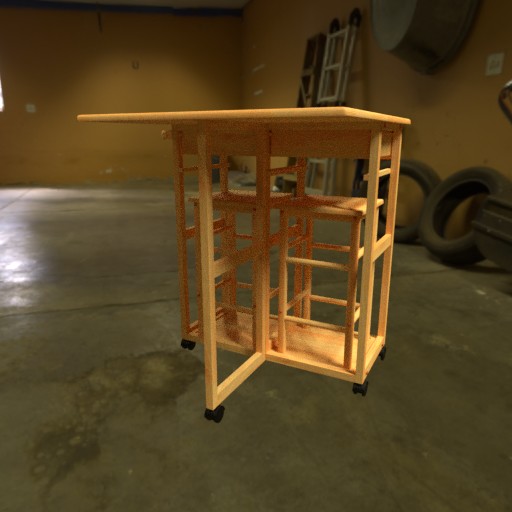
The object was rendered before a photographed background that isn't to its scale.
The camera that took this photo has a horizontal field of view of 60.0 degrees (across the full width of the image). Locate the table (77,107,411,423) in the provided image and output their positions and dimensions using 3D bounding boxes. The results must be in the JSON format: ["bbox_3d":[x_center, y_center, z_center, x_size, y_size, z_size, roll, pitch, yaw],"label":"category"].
[{"bbox_3d":[0.000,0.000,1.392,0.752,0.832,0.693,8,17,27],"label":"table"}]
